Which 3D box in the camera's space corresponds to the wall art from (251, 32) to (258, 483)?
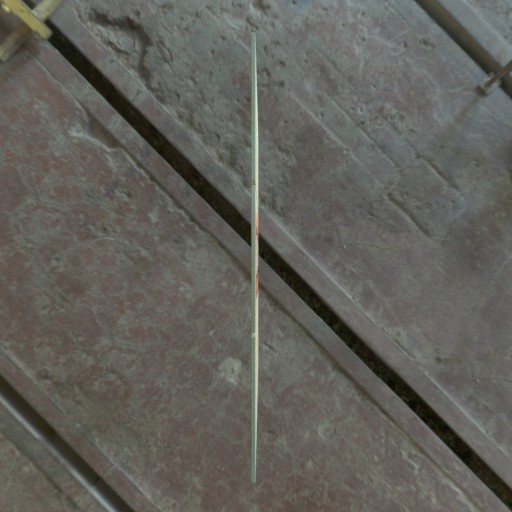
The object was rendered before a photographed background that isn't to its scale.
[{"bbox_3d":[0.000,0.000,2.252,0.013,1.523,1.517,0,91,1],"label":"wall art"}]
